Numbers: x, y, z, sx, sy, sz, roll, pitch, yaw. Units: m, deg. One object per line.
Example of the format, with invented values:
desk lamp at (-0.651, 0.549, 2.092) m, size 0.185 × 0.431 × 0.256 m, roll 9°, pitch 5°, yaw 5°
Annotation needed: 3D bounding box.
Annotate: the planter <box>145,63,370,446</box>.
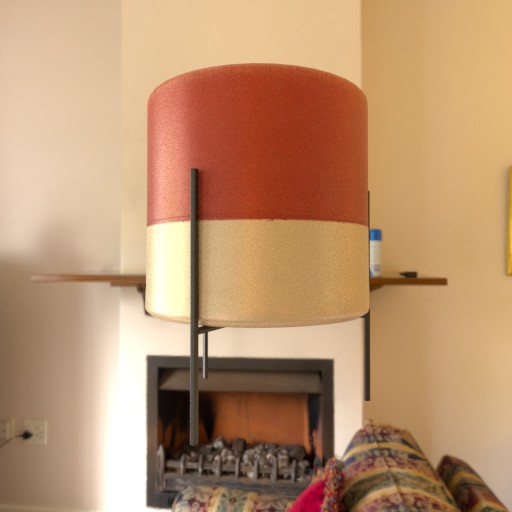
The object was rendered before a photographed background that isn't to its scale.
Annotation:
planter at (0.000, 0.000, 0.708) m, size 0.345 × 0.465 × 0.354 m, roll 0°, pitch -1°, yaw -34°
